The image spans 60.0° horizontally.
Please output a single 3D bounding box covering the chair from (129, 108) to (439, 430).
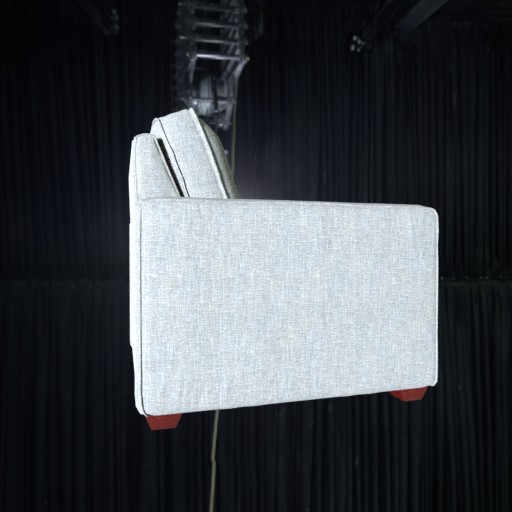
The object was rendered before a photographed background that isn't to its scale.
[{"bbox_3d":[0.000,0.000,1.725,0.940,0.914,1.016,0,1,-17],"label":"chair"}]
